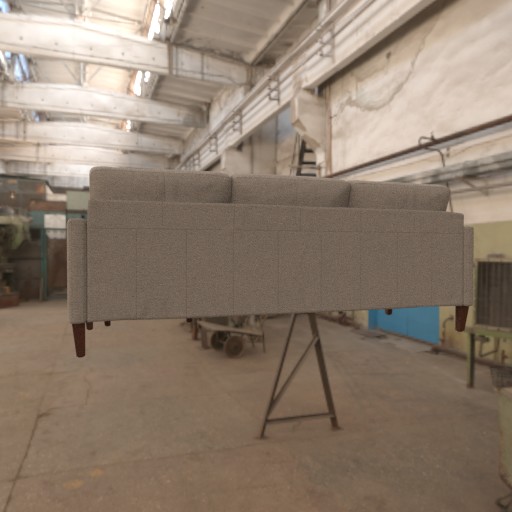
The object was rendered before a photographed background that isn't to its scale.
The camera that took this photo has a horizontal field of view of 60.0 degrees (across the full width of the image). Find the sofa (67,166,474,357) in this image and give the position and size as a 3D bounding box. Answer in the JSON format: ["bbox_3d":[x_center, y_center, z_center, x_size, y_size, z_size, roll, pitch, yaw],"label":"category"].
[{"bbox_3d":[0.000,0.000,2.933,2.178,0.875,1.506,0,1,-18],"label":"sofa"}]
